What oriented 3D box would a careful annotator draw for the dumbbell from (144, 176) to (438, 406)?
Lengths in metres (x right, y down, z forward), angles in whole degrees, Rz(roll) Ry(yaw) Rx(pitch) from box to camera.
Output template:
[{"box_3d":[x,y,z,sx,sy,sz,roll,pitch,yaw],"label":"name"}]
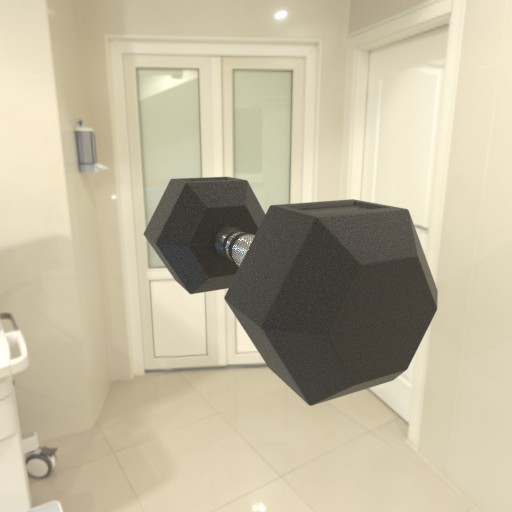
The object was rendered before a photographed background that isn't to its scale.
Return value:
[{"box_3d":[0.000,0.000,0.378,0.129,0.113,0.315,-7,16,-26],"label":"dumbbell"}]
